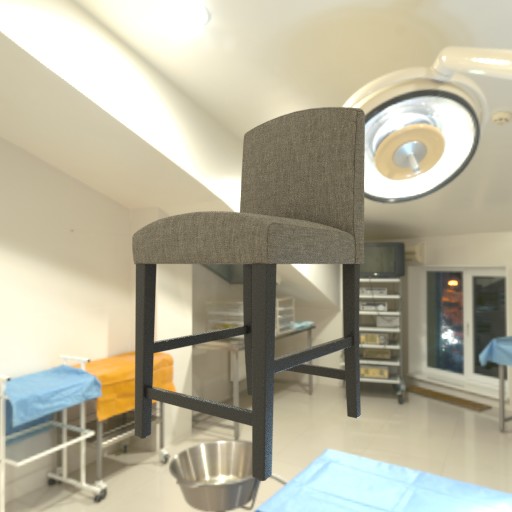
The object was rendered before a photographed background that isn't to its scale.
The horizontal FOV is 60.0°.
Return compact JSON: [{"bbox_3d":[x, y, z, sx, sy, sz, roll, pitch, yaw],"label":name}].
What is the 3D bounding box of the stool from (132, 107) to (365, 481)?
[{"bbox_3d":[0.000,0.000,1.264,0.451,0.966,0.552,-1,-1,36],"label":"stool"}]
